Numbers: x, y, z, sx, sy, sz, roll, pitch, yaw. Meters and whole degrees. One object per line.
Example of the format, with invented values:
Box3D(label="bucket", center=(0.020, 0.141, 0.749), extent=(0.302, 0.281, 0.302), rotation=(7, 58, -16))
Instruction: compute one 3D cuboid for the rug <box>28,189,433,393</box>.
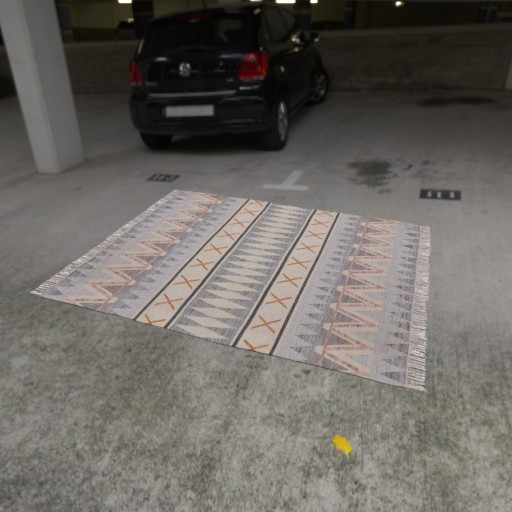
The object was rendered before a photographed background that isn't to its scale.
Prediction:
Box3D(label="rug", center=(0.000, 0.000, 4.007), extent=(3.000, 0.012, 2.371), rotation=(10, 32, 17))
